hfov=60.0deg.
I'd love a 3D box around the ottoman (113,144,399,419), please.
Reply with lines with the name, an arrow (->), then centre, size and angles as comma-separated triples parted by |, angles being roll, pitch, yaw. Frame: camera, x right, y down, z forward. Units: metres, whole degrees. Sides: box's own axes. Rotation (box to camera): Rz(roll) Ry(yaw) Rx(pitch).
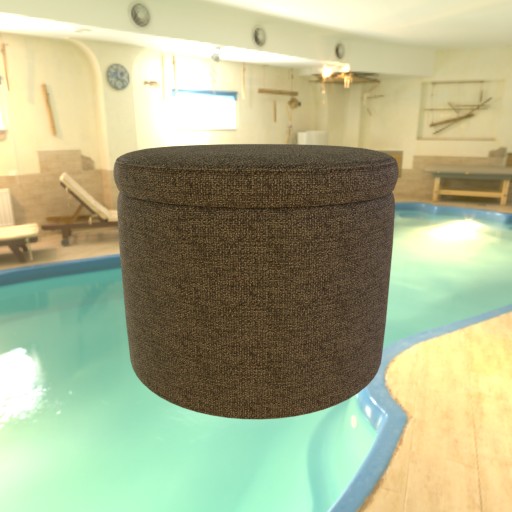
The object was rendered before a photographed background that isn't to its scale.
ottoman -> 0.000, 0.000, 0.890 | 0.520, 0.430, 0.520 | 0, 16, 0
